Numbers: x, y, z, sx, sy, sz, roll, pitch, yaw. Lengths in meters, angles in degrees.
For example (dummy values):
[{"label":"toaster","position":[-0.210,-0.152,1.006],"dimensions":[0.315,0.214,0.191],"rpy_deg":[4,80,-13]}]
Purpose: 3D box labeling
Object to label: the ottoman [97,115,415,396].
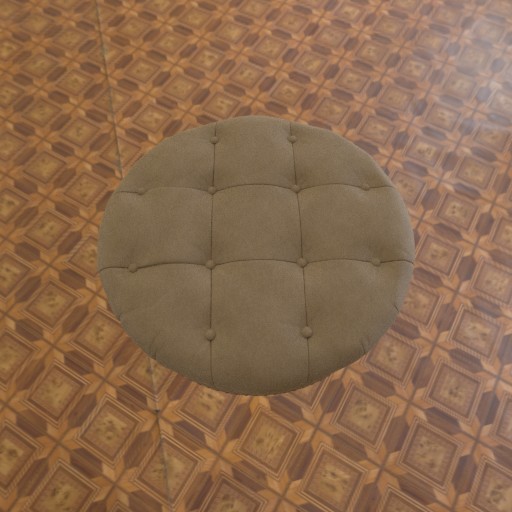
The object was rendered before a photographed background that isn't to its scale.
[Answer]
[{"label":"ottoman","position":[0.000,0.000,1.405],"dimensions":[0.901,0.439,0.901],"rpy_deg":[0,63,0]}]
